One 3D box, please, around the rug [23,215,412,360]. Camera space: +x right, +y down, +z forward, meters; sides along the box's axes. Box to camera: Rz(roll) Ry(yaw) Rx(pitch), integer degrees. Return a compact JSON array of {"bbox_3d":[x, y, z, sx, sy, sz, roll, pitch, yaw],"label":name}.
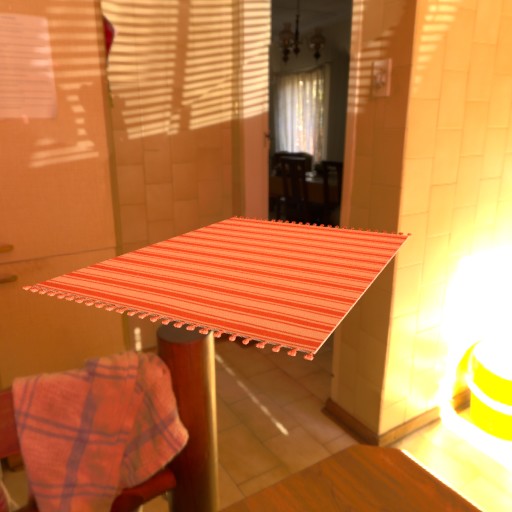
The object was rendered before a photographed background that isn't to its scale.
[{"bbox_3d":[0.000,0.000,4.415,2.451,0.035,3.369,8,18,26],"label":"rug"}]
